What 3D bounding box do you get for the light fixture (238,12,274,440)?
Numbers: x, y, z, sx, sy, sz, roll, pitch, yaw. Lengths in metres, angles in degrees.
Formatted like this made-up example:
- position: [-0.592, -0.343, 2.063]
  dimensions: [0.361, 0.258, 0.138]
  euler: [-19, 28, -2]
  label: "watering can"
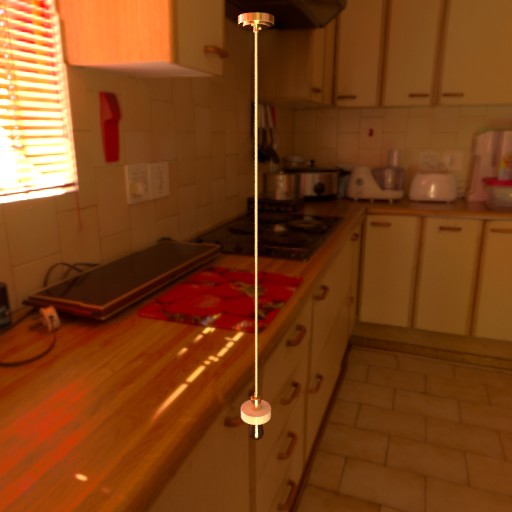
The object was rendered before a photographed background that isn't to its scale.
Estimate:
- position: [0.000, 0.000, 1.716]
  dimensions: [0.129, 1.669, 0.129]
  euler: [-3, 16, -10]
  label: "light fixture"
